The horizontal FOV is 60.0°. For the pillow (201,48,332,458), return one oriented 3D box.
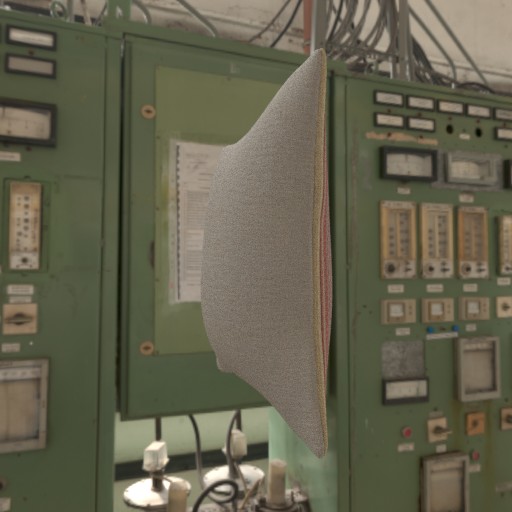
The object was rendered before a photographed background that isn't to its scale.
[{"bbox_3d":[0.000,0.000,0.647,0.136,0.419,0.437,1,-2,-18],"label":"pillow"}]
